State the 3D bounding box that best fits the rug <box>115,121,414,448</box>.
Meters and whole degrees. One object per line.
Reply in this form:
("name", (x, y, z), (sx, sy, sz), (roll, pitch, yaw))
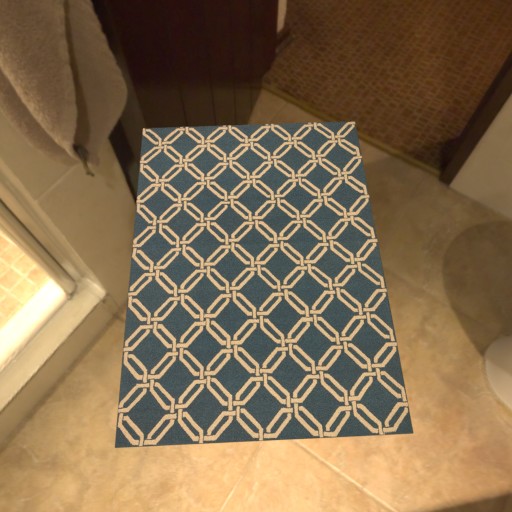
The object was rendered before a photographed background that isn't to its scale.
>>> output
("rug", (0.000, 0.000, 4.331), (2.432, 0.018, 3.342), (-2, 64, -1))
